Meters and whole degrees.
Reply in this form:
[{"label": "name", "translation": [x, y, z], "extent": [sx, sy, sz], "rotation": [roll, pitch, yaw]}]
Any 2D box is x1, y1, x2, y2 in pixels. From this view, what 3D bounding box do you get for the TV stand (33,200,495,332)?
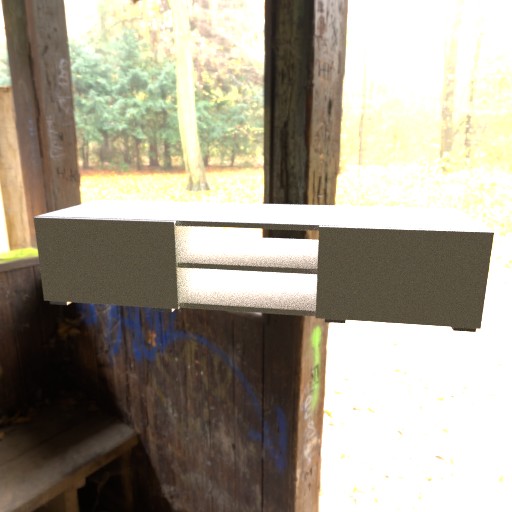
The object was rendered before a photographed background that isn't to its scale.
[{"label": "TV stand", "translation": [0.000, 0.000, 1.567], "extent": [1.400, 0.310, 0.420], "rotation": [3, 15, 9]}]
